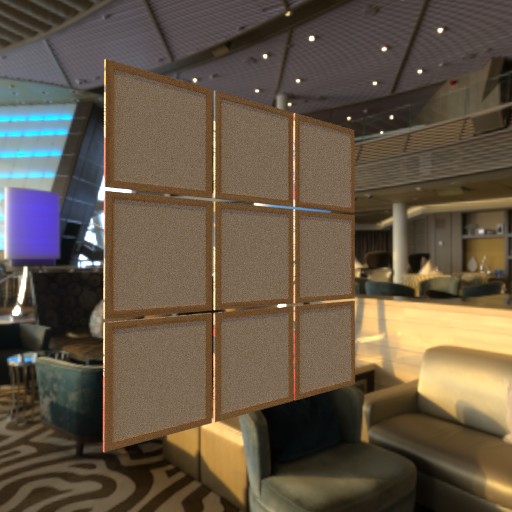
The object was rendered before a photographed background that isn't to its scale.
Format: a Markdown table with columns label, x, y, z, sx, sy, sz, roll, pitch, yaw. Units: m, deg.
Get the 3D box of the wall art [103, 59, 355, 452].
| label | x | y | z | sx | sy | sz | roll | pitch | yaw |
| --- | --- | --- | --- | --- | --- | --- | --- | --- | --- |
| wall art | 0.000 | 0.000 | 2.207 | 1.519 | 1.534 | 0.013 | 0 | -1 | -39 |
